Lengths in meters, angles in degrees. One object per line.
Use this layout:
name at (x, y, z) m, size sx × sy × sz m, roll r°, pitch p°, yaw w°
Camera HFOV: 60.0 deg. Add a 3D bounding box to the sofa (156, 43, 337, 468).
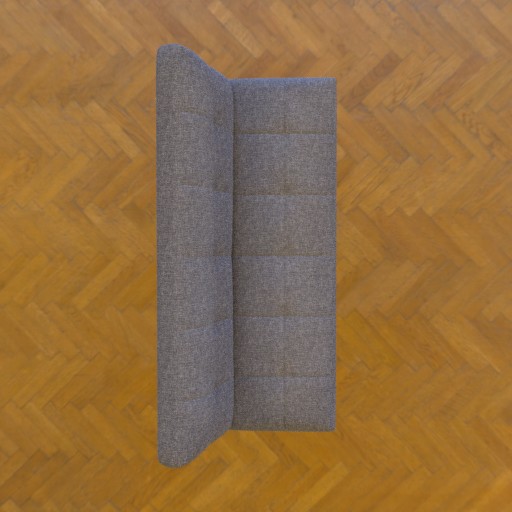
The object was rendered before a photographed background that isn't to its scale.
sofa at (0.000, 0.000, 2.210) m, size 0.820 × 0.770 × 1.820 m, roll 0°, pitch 91°, yaw 2°
